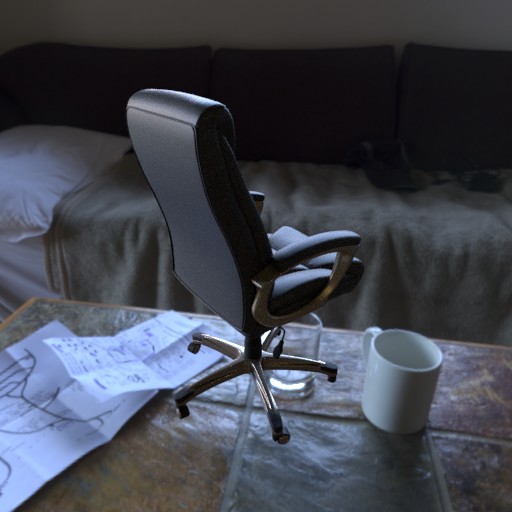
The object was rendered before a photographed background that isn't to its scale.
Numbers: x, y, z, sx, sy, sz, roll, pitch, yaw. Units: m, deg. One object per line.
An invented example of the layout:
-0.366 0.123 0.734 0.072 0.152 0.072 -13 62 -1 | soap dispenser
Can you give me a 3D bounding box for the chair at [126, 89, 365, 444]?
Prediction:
0.000 0.000 1.660 0.748 1.188 0.694 -17 31 -31 | chair
